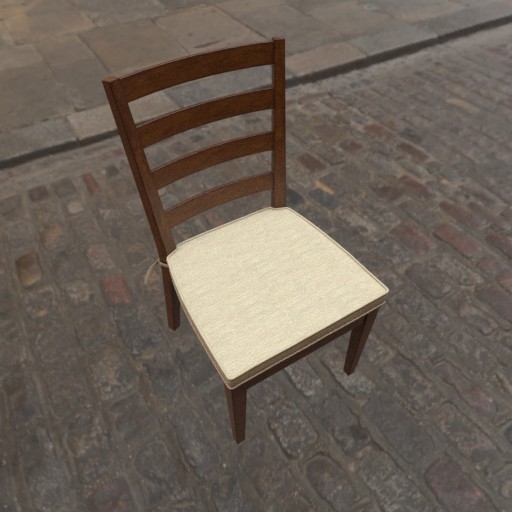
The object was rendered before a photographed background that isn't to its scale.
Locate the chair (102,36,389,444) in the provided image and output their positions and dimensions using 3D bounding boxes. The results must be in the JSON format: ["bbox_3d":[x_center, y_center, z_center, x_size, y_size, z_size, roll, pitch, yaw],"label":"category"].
[{"bbox_3d":[0.000,0.000,1.307,0.593,0.979,0.595,-24,51,-21],"label":"chair"}]
